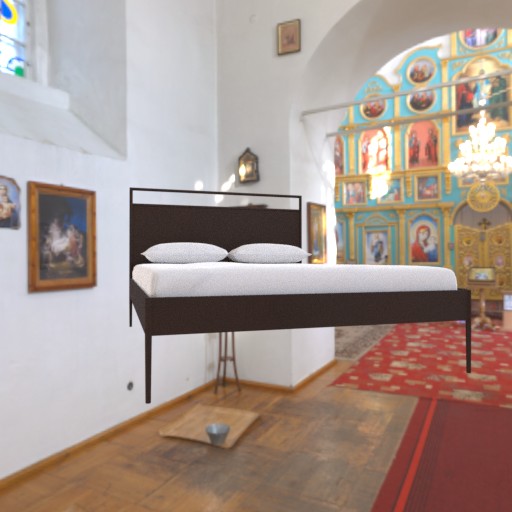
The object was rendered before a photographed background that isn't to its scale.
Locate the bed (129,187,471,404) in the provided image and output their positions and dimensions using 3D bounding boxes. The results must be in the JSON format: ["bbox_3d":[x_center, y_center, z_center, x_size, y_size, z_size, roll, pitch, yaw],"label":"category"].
[{"bbox_3d":[0.000,0.000,2.967,1.572,1.173,2.122,0,-1,-18],"label":"bed"}]
